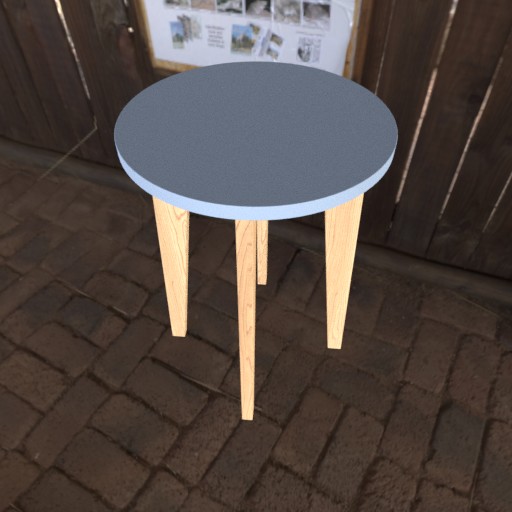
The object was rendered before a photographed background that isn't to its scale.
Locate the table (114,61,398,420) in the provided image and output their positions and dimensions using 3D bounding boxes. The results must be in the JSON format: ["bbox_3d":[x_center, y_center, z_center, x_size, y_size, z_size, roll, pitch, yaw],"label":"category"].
[{"bbox_3d":[0.000,0.000,0.740,0.350,0.500,0.350,0,46,0],"label":"table"}]
